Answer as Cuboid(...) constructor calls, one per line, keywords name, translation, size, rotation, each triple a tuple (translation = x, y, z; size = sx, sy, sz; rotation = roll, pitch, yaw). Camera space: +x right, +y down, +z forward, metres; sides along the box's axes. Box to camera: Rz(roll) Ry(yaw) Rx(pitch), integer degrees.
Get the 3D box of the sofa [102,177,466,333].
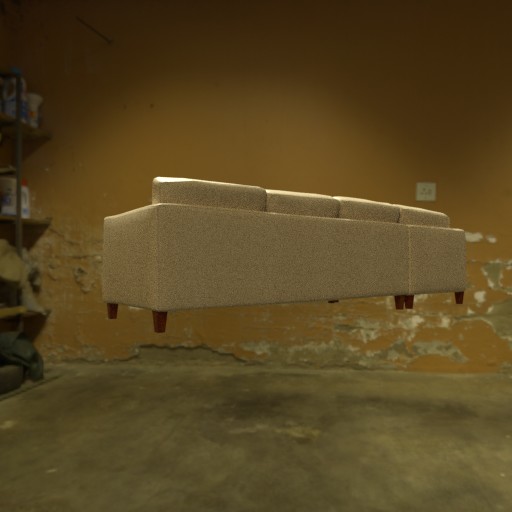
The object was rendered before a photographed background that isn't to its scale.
Cuboid(name="sofa", translation=(0.000, 0.000, 4.413), size=(3.302, 0.947, 2.593), rotation=(1, -2, -36))
